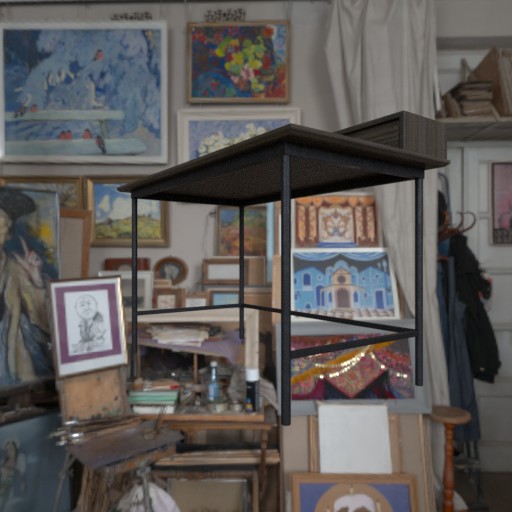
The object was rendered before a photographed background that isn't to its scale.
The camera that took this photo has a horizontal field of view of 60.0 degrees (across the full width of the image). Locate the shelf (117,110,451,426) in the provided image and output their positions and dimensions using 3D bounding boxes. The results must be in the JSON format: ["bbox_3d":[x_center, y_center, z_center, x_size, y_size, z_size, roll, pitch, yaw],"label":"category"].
[{"bbox_3d":[0.000,0.000,1.732,0.685,0.865,1.212,0,0,-36],"label":"shelf"}]
